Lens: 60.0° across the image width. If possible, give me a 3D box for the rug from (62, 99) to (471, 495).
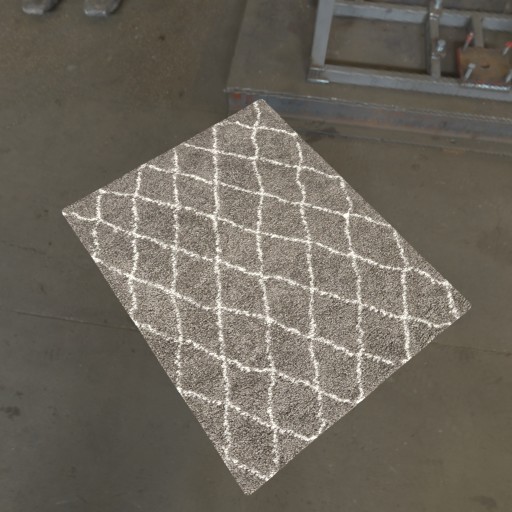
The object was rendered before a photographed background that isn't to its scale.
[{"bbox_3d":[0.000,0.000,4.073,2.438,0.029,3.047,-34,69,-15],"label":"rug"}]
